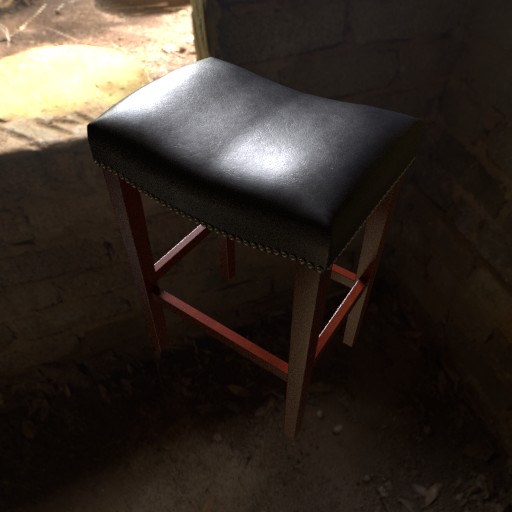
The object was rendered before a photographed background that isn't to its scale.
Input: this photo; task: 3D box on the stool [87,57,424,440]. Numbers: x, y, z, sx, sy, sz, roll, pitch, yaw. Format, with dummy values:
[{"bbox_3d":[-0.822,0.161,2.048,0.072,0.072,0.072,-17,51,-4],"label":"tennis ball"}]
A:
[{"bbox_3d":[0.000,0.000,1.037,0.504,0.742,0.372,26,52,23],"label":"stool"}]
